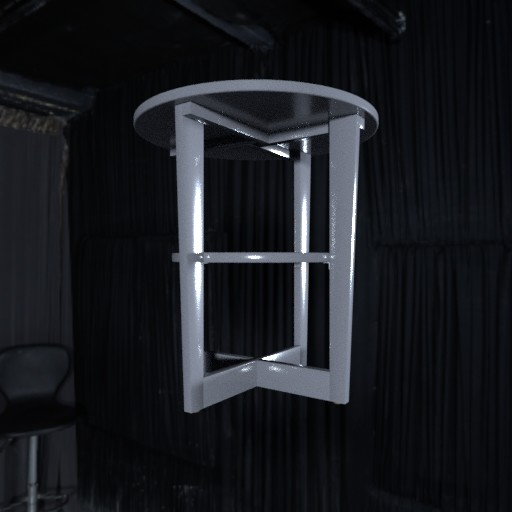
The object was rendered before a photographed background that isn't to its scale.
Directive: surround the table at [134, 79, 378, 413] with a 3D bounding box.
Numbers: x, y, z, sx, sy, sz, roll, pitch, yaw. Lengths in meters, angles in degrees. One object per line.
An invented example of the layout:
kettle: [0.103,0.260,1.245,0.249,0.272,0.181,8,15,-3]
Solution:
table: [0.000,0.000,0.939,0.500,0.550,0.500,0,0,0]
